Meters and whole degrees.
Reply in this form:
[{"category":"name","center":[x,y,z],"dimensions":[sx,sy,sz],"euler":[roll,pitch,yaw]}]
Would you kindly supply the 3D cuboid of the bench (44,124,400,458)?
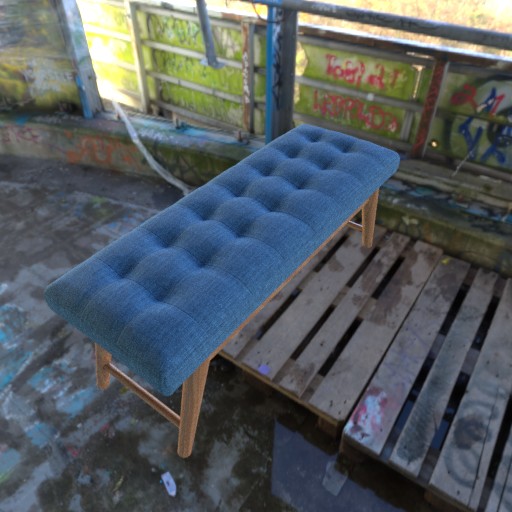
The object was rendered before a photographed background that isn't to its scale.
[{"category":"bench","center":[0.000,0.000,1.378],"dimensions":[0.406,0.432,1.118],"euler":[26,47,27]}]
